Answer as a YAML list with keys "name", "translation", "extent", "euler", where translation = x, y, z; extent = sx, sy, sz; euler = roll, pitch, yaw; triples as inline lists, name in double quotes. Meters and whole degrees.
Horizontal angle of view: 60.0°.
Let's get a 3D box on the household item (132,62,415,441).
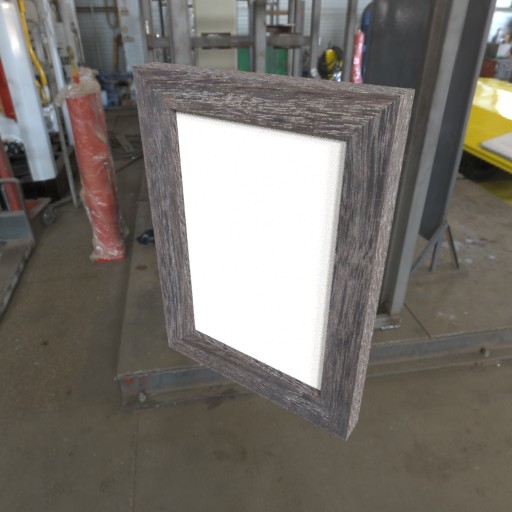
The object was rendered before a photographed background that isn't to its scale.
- name: "household item"
  translation: [0.000, 0.000, 0.236]
  extent: [0.133, 0.180, 0.020]
  euler: [19, 36, 29]
